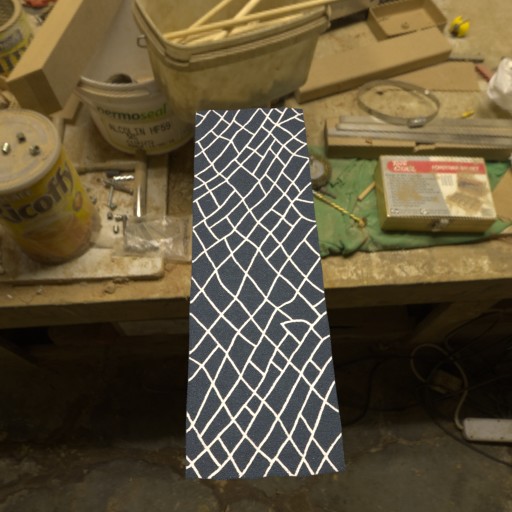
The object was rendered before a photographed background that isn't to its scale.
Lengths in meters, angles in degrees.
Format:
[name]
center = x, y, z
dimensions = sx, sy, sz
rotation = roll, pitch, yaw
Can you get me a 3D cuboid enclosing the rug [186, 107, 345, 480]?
[rug]
center = 0.000, 0.000, 2.756
dimensions = 0.807, 0.010, 2.476
rotation = -2, 63, -1
